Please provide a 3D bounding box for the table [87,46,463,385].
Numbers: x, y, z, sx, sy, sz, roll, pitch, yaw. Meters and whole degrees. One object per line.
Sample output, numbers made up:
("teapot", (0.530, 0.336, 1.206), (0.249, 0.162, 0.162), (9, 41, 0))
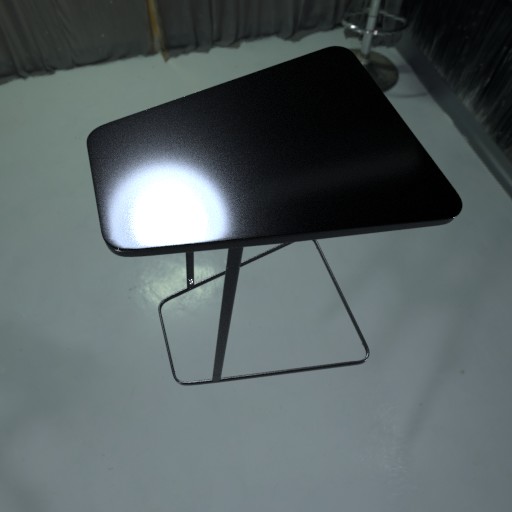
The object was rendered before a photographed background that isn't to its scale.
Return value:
("table", (0.000, 0.000, 0.952), (0.500, 0.624, 0.427), (-15, 59, -10))
